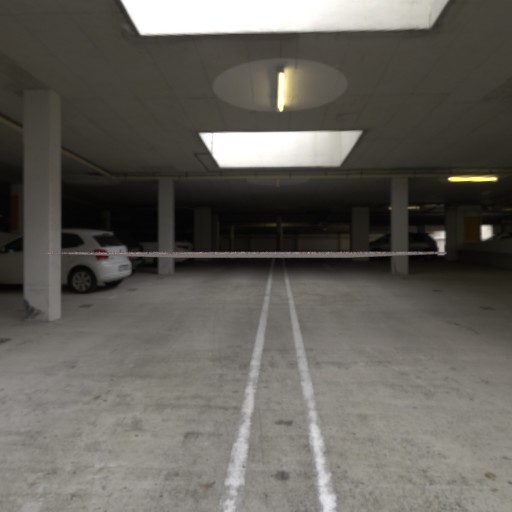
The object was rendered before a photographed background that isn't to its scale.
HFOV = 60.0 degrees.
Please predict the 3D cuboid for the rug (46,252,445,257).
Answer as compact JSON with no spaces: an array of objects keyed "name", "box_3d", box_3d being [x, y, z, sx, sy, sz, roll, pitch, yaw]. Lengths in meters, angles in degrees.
[{"name":"rug","box_3d":[0.000,0.000,2.258,1.219,0.005,1.829,0,-1,3]}]
